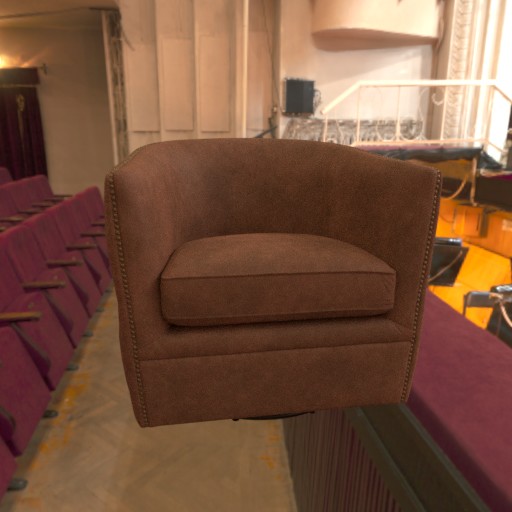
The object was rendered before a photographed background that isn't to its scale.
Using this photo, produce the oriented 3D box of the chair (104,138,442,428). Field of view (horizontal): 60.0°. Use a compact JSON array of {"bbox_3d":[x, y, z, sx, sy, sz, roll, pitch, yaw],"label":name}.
[{"bbox_3d":[0.000,0.000,1.531,0.850,0.790,0.870,-2,15,-9],"label":"chair"}]
